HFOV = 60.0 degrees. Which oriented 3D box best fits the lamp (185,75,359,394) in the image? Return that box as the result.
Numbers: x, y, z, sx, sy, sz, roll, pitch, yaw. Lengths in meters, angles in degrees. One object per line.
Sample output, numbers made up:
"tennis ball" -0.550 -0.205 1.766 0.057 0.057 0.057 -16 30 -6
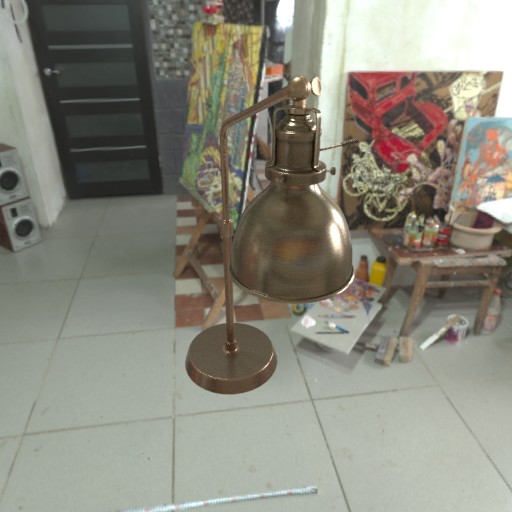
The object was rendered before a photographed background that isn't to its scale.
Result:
"lamp" 0.000 0.000 0.582 0.153 0.456 0.286 -21 36 -33
